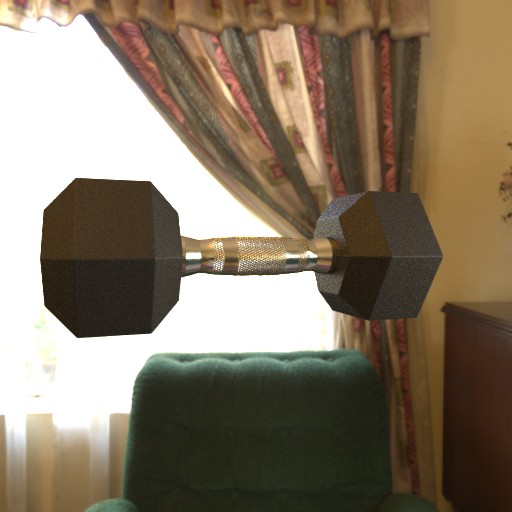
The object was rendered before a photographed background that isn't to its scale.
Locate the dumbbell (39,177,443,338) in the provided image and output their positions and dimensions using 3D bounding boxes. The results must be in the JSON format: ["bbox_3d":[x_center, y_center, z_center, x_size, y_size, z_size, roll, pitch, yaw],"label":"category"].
[{"bbox_3d":[0.000,0.000,0.345,0.297,0.101,0.116,0,1,-19],"label":"dumbbell"}]
